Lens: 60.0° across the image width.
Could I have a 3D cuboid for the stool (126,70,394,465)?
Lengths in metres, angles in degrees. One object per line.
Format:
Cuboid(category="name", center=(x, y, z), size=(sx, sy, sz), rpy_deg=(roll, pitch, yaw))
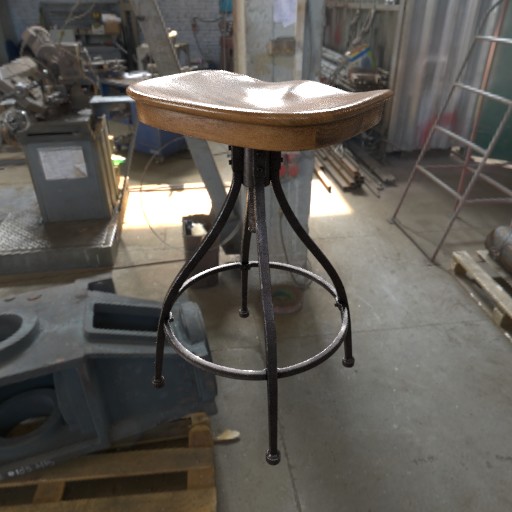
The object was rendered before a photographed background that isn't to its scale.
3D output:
Cuboid(category="stool", center=(0.000, 0.000, 0.952), size=(0.432, 0.694, 0.424), rpy_deg=(21, 36, 31))
